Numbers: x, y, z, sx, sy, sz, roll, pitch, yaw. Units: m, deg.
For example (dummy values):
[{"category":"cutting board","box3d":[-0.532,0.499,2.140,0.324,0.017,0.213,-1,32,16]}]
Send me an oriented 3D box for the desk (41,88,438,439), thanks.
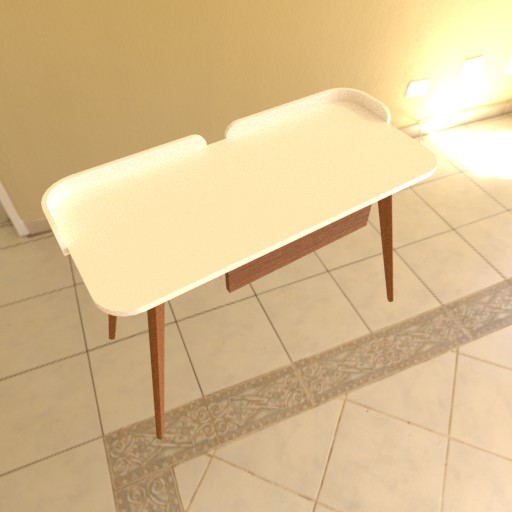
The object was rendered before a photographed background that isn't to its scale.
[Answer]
[{"category":"desk","box3d":[0.000,0.000,1.656,1.206,0.807,0.534,-25,52,-21]}]
